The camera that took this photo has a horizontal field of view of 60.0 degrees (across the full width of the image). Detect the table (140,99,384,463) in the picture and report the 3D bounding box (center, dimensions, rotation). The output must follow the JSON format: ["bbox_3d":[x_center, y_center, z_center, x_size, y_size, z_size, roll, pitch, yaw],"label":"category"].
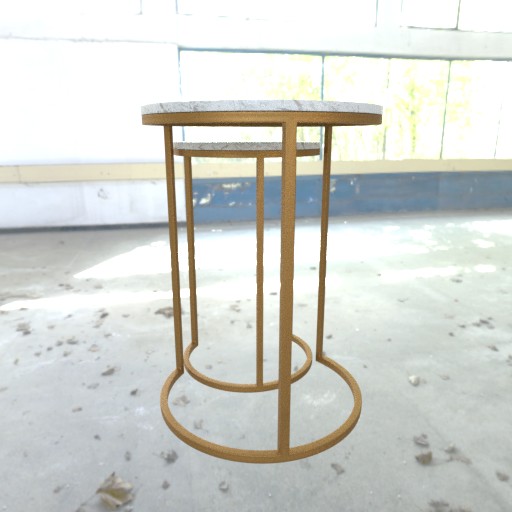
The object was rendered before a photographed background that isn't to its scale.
[{"bbox_3d":[0.000,0.000,0.877,0.400,0.550,0.507,-3,16,-10],"label":"table"}]
